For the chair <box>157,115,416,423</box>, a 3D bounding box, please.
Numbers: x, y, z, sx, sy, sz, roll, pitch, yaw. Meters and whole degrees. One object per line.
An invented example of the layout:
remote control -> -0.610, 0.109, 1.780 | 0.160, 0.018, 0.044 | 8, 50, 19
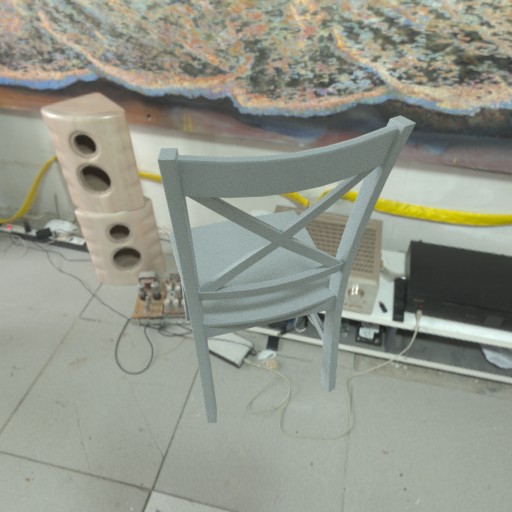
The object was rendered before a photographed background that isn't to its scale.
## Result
chair -> 0.000, 0.000, 1.291 | 0.485, 0.983, 0.542 | -11, 43, -12
